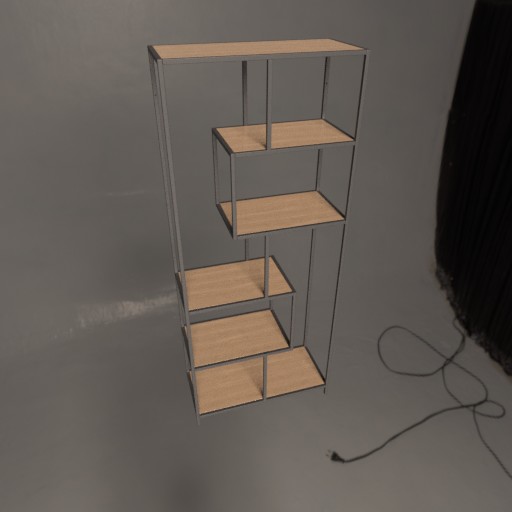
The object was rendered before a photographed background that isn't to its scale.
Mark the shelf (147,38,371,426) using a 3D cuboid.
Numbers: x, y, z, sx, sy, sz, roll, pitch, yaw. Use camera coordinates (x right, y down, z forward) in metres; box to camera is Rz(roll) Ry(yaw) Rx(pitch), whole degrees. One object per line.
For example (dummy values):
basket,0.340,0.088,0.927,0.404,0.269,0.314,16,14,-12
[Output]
shelf,0.000,0.000,2.155,0.770,1.850,0.350,-9,34,-14
